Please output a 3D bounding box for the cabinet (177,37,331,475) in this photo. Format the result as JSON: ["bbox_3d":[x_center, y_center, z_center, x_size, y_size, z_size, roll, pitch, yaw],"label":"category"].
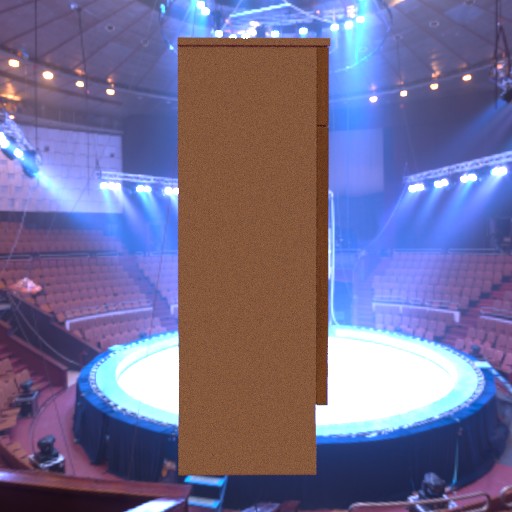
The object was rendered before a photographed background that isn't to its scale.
[{"bbox_3d":[0.000,0.000,1.124,0.296,0.815,0.600,0,1,-1],"label":"cabinet"}]
